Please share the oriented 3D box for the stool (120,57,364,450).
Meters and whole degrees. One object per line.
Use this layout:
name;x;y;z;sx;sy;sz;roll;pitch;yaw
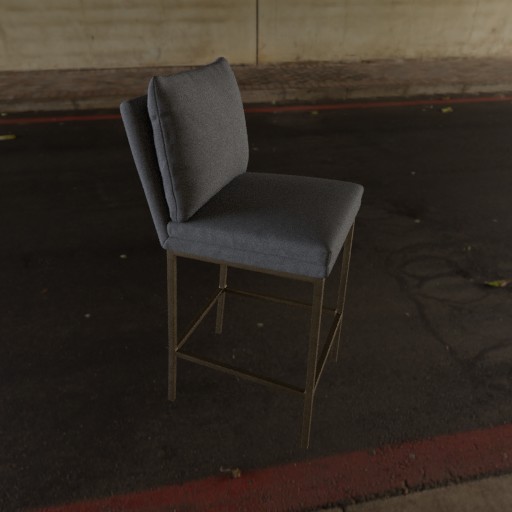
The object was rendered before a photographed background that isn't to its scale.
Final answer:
stool;0.000;0.000;1.431;0.569;1.130;0.463;12;33;18
